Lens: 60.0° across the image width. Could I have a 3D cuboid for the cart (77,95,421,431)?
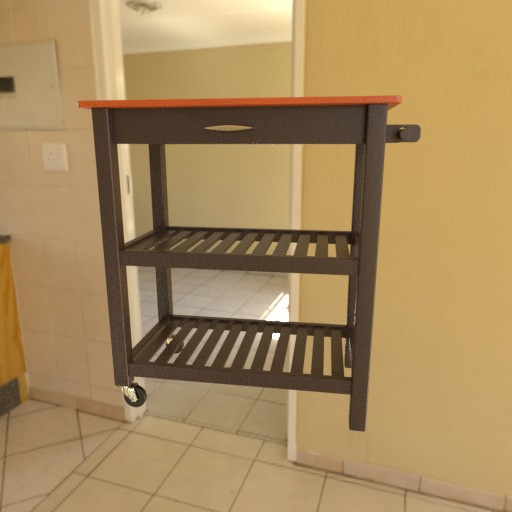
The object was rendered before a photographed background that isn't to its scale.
[{"bbox_3d":[0.000,0.000,1.440,0.899,0.927,0.457,2,14,9],"label":"cart"}]
